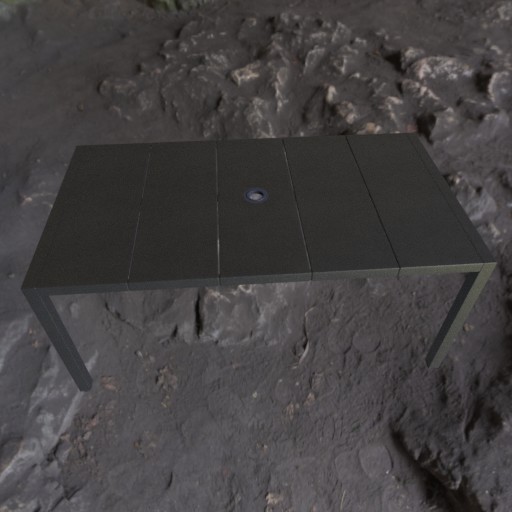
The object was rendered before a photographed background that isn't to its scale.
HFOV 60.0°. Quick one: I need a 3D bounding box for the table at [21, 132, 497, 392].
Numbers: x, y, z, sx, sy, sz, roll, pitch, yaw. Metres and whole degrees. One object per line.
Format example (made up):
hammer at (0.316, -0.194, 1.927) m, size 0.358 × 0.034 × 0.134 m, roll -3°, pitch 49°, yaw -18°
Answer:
table at (0.000, 0.000, 2.133) m, size 1.680 × 0.735 × 0.914 m, roll -3°, pitch 45°, yaw -3°
